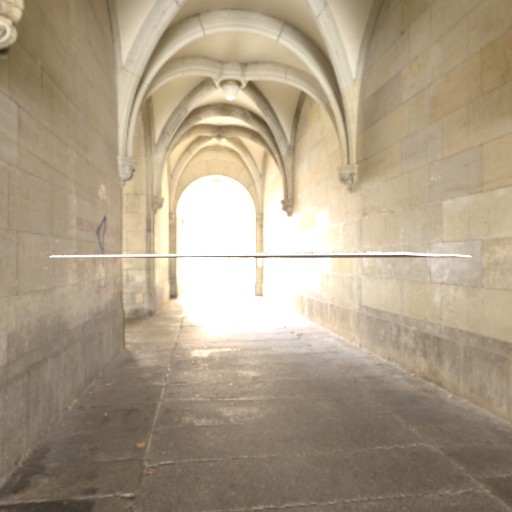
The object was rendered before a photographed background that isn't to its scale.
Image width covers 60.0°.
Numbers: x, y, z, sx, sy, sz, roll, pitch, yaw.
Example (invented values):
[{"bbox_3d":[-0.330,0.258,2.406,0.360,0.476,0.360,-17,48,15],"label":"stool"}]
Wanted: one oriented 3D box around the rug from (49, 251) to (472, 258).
[{"bbox_3d":[0.000,0.000,3.925,3.063,0.024,2.158,0,-1,38],"label":"rug"}]
